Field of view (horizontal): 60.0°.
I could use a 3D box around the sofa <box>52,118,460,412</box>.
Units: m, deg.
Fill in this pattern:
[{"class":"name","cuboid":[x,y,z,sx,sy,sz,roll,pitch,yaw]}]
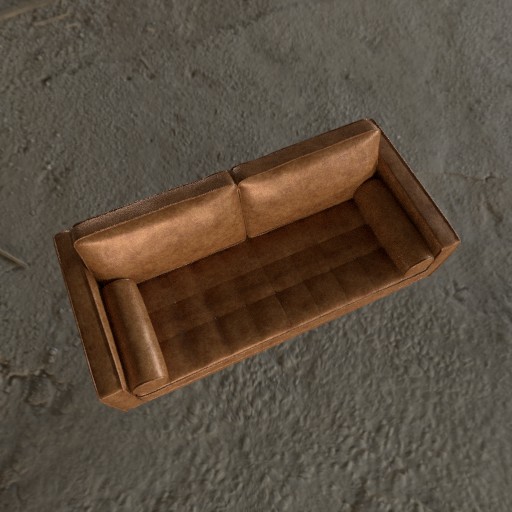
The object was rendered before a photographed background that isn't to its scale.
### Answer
[{"class":"sofa","cuboid":[0.000,0.000,2.435,1.920,0.825,0.924,-22,67,-10]}]
